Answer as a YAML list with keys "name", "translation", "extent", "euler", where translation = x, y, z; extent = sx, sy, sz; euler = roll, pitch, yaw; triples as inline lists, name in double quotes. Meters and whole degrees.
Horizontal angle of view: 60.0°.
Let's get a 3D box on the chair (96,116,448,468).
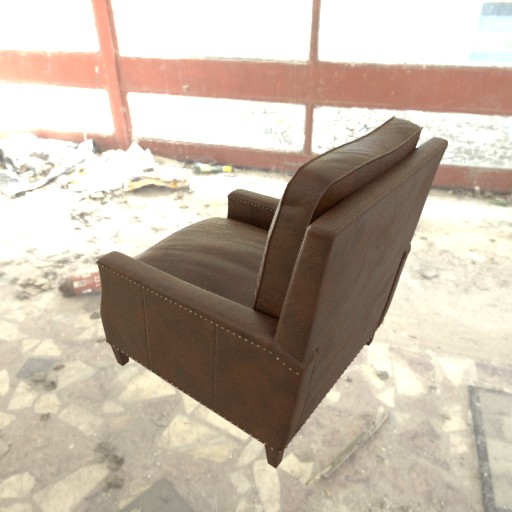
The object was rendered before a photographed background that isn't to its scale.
- name: "chair"
  translation: [0.000, 0.000, 1.724]
  extent: [1.035, 1.054, 0.854]
  euler: [21, 37, 31]
